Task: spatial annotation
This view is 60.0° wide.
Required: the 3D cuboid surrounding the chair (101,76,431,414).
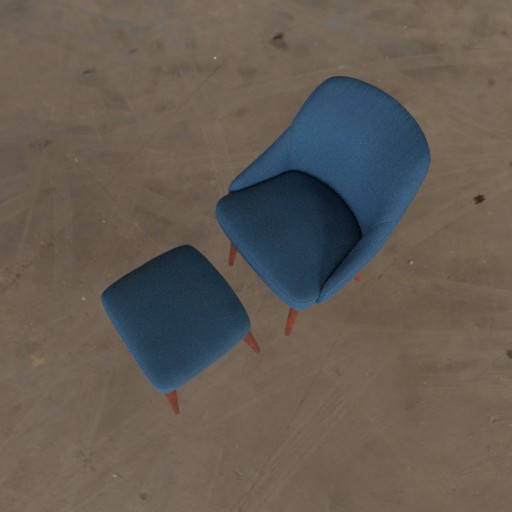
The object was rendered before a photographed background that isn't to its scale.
[{"bbox_3d":[0.000,0.000,1.629,1.114,0.866,0.584,-34,68,-16],"label":"chair"}]
